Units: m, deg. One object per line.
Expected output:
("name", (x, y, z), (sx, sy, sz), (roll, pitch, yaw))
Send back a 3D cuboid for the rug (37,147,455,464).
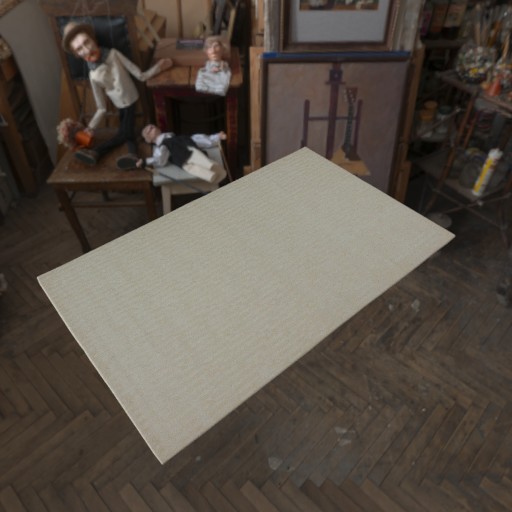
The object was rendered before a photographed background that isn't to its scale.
("rug", (0.000, 0.000, 3.005), (2.441, 0.014, 1.531), (-31, 53, -27))
